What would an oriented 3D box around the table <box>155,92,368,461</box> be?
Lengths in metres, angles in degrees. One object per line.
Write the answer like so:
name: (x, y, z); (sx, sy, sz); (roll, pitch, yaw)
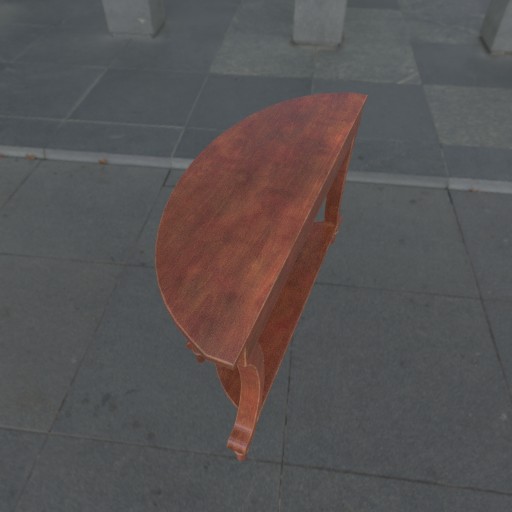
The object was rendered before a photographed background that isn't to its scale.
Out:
table: (0.000, 0.000, 1.537); (0.394, 0.699, 1.198); (16, 48, 15)
